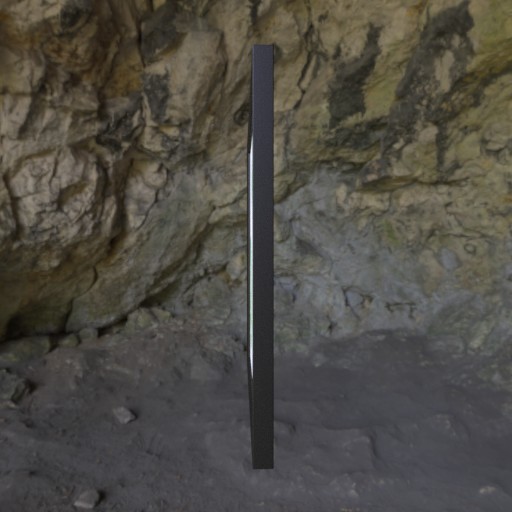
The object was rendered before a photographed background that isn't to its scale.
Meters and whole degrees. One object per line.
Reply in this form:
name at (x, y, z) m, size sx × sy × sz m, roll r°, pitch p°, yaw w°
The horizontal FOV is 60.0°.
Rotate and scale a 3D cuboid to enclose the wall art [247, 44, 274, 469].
wall art at (0.000, 0.000, 1.180) m, size 0.038 × 0.765 × 0.765 m, roll 0°, pitch 0°, yaw -2°
